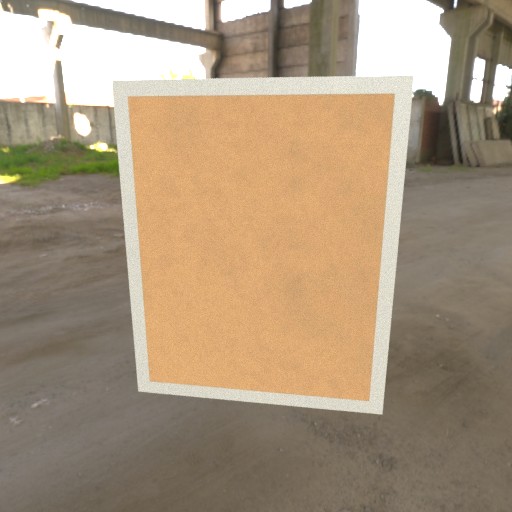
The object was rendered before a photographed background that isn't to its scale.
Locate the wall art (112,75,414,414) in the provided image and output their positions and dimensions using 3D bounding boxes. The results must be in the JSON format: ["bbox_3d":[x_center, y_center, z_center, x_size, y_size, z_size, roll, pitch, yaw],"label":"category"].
[{"bbox_3d":[0.000,0.000,1.086,0.661,0.811,0.026,3,17,9],"label":"wall art"}]
